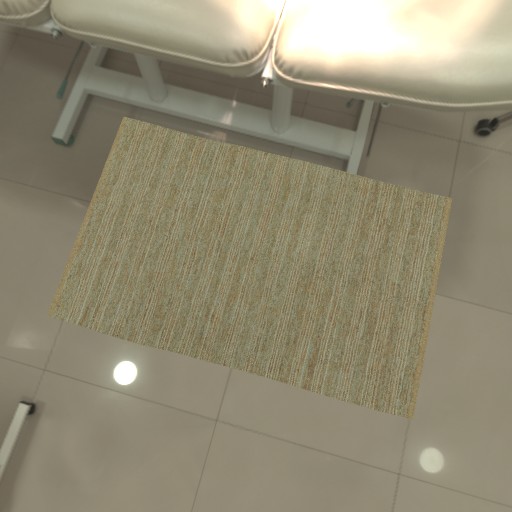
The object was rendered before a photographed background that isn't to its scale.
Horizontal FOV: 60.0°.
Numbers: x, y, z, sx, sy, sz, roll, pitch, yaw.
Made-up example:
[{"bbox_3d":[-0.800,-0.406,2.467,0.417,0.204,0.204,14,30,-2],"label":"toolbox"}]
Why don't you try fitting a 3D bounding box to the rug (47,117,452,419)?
[{"bbox_3d":[0.000,0.000,3.023,2.448,0.012,1.540,15,76,4],"label":"rug"}]
